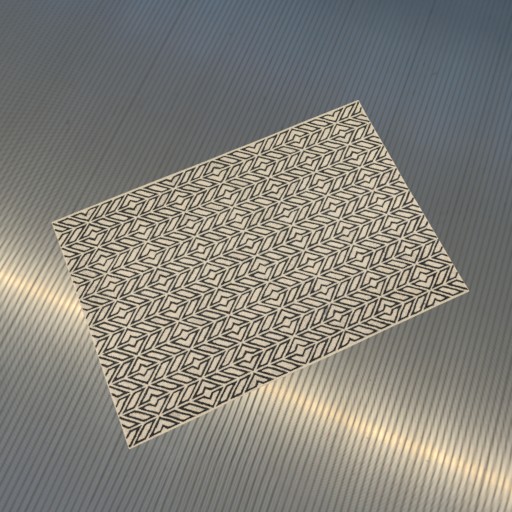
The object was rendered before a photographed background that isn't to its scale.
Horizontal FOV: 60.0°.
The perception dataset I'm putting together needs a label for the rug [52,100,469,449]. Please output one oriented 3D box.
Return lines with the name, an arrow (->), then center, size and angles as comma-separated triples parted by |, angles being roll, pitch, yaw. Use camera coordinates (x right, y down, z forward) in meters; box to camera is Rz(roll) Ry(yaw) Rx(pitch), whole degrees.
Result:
rug -> 0.000, 0.000, 2.298 | 1.828, 0.007, 1.220 | -23, 76, -6
